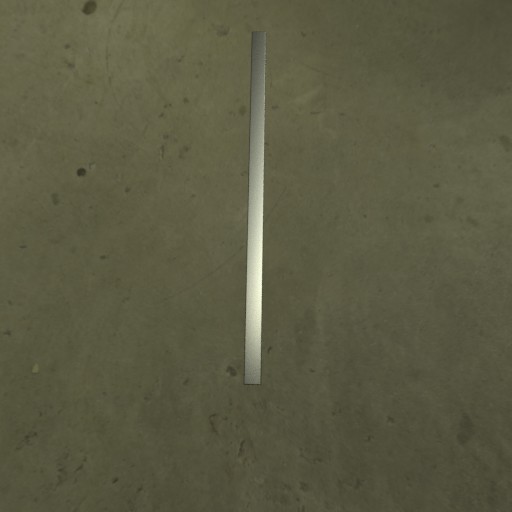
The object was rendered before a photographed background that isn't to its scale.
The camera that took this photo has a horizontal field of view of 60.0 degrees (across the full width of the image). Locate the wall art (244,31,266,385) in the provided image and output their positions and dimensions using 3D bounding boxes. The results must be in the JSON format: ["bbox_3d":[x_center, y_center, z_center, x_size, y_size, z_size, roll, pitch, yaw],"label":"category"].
[{"bbox_3d":[0.000,0.000,0.568,0.013,0.432,0.304,1,76,0],"label":"wall art"}]
